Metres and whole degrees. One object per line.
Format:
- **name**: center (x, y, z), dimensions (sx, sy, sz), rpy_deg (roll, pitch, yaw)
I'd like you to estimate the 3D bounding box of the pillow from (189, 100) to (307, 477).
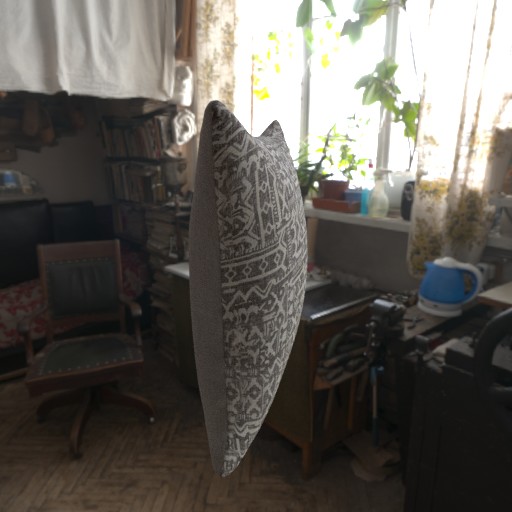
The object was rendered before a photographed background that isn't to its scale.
- **pillow**: center (0.000, 0.000, 0.789), dimensions (0.180, 0.487, 0.546), rpy_deg (2, 15, 9)
